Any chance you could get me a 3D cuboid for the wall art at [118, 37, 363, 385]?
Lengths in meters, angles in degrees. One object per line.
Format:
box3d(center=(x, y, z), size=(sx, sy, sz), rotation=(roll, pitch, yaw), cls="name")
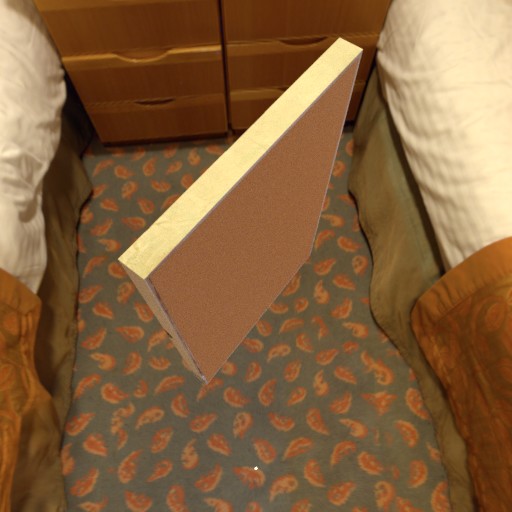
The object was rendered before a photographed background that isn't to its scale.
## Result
box3d(center=(0.000, 0.000, 0.778), size=(0.036, 0.607, 0.403), rotation=(35, 69, 15), cls="wall art")
